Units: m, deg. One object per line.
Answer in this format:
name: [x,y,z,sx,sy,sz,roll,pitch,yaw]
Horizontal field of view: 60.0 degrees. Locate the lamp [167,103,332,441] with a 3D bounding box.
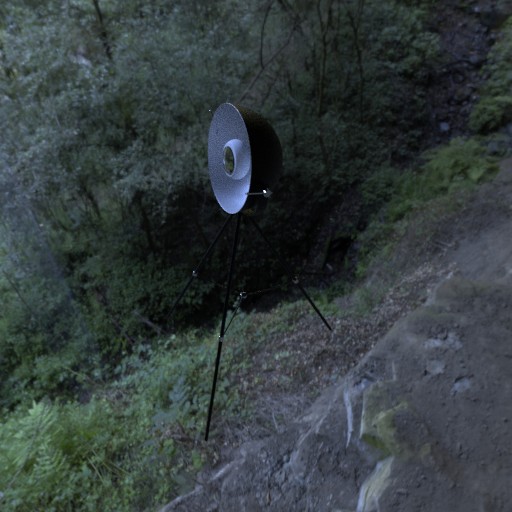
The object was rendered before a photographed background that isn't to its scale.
lamp: [0.000,0.000,2.049,0.920,1.512,0.817,-18,49,-16]
